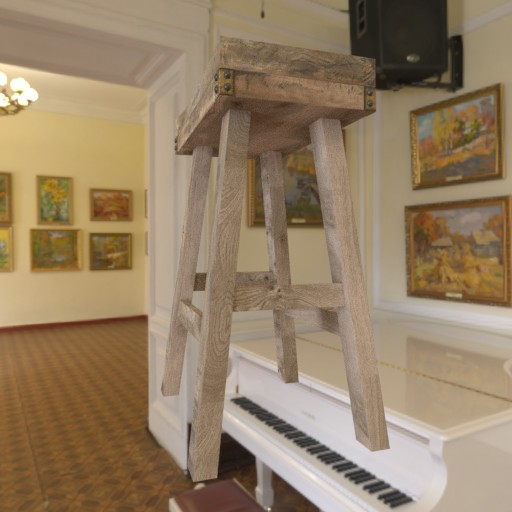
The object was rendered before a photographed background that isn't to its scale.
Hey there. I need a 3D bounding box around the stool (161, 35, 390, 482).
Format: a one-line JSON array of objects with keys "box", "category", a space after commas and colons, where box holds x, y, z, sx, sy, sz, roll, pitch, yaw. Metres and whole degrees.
[{"box": [0.000, 0.000, 0.881, 0.330, 0.635, 0.450, 0, 2, -18], "category": "stool"}]
